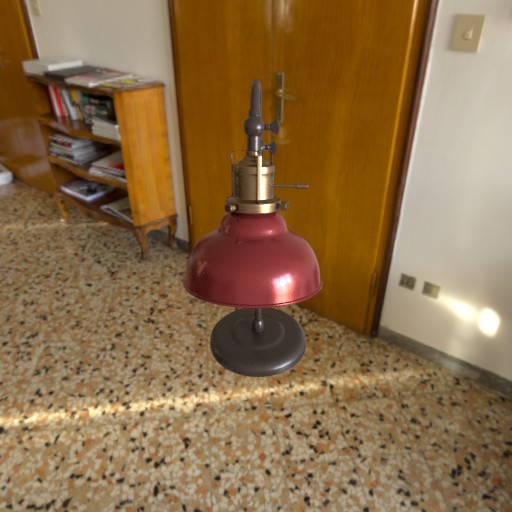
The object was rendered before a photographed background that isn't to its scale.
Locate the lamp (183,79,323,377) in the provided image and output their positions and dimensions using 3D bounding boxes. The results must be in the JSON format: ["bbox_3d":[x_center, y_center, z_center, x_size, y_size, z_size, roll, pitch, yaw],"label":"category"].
[{"bbox_3d":[0.000,0.000,0.680,0.192,0.508,0.374,1,31,2],"label":"lamp"}]
